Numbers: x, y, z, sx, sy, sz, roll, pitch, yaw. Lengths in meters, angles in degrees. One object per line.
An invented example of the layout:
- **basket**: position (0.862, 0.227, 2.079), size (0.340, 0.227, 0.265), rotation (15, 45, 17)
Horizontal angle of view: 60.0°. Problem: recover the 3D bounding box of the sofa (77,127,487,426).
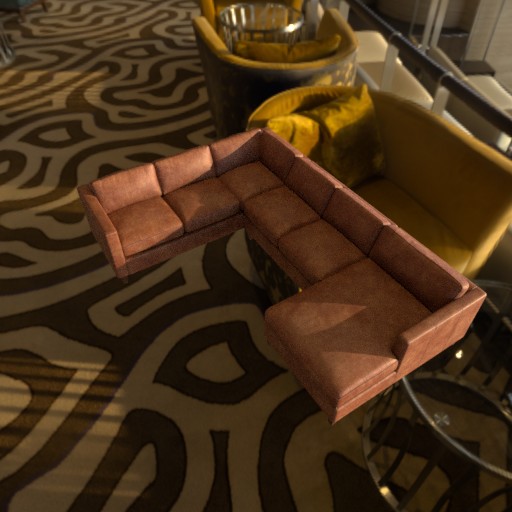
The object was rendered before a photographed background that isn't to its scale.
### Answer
- **sofa**: position (0.000, 0.000, 4.405), size (2.452, 0.888, 3.324), rotation (-24, 49, -22)
